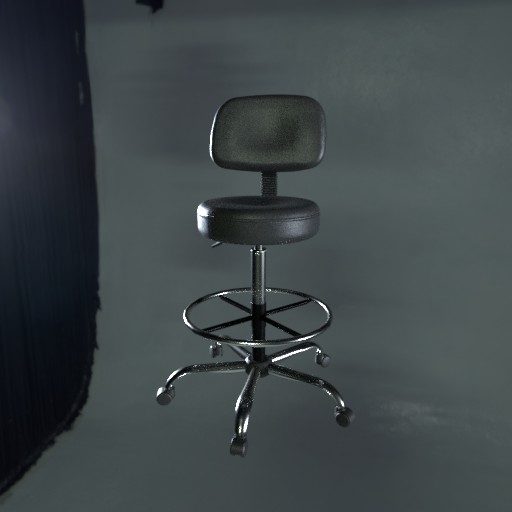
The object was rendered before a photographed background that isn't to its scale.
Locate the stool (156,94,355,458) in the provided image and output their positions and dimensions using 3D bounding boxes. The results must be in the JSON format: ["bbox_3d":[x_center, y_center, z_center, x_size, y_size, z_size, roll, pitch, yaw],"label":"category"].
[{"bbox_3d":[0.000,0.000,1.474,0.694,1.069,0.658,2,15,10],"label":"stool"}]
